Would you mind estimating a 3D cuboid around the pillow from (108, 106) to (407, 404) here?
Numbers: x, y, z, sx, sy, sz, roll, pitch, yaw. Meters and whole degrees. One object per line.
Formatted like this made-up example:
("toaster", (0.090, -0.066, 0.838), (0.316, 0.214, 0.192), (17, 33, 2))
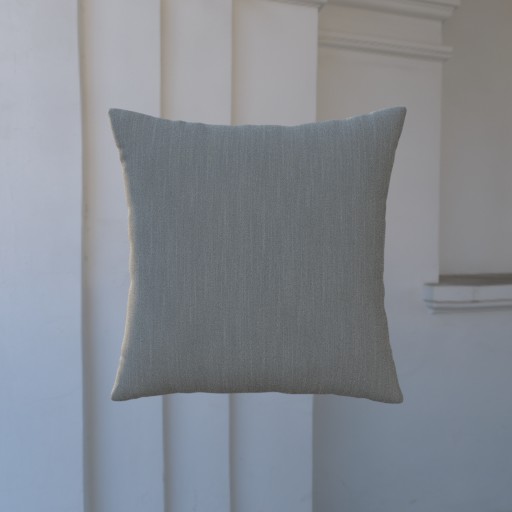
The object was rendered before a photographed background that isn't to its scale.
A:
("pillow", (0.000, 0.000, 0.765), (0.511, 0.509, 0.161), (0, 1, 1))
